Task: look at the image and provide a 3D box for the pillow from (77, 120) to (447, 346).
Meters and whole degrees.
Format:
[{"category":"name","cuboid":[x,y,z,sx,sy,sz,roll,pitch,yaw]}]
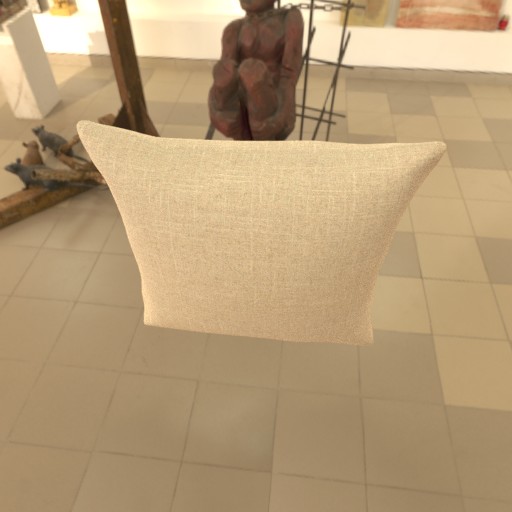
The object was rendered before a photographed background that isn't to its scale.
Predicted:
[{"category":"pillow","cuboid":[0.000,0.000,0.634,0.414,0.399,0.173,5,47,4]}]
